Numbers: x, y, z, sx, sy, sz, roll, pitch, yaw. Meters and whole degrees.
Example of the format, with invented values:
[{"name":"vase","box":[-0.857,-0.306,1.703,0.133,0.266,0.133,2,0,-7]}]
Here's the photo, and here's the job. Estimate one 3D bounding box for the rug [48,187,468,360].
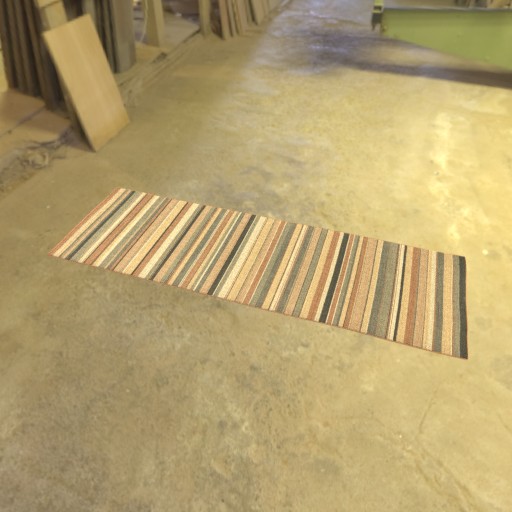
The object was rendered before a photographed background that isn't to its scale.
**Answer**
[{"name":"rug","box":[0.000,0.000,2.716,2.444,0.010,0.799,13,43,14]}]
